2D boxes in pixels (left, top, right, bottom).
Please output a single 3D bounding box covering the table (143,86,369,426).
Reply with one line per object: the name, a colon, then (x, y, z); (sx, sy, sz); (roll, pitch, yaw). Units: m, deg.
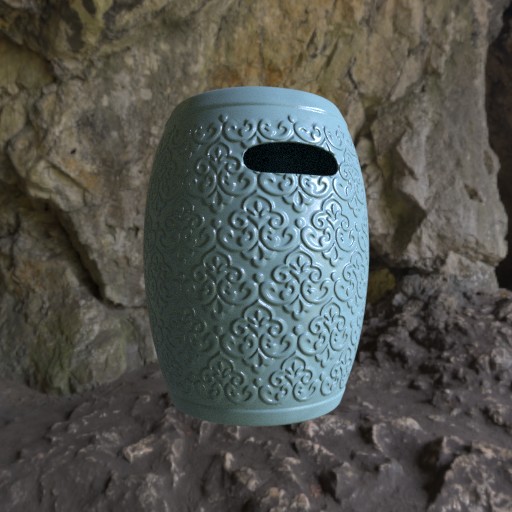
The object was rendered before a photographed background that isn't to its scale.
table: (0.000, 0.000, 0.626); (0.309, 0.397, 0.309); (0, 0, 0)
